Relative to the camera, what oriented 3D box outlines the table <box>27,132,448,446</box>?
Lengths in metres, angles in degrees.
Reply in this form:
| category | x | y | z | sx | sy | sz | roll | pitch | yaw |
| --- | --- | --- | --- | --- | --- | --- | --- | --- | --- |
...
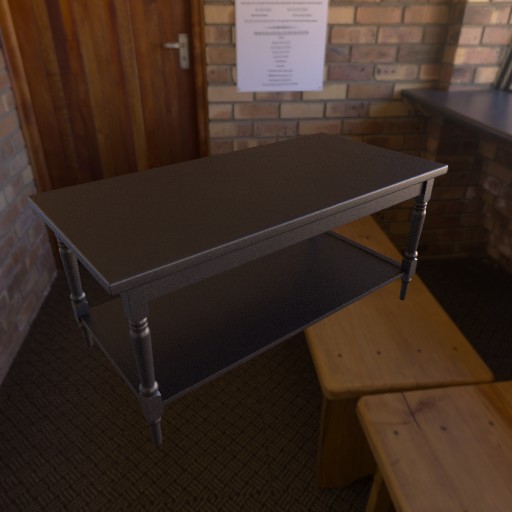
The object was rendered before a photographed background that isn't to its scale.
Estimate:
| category | x | y | z | sx | sy | sz | roll | pitch | yaw |
| --- | --- | --- | --- | --- | --- | --- | --- | --- | --- |
| table | 0.000 | 0.000 | 1.404 | 1.107 | 0.510 | 0.550 | -21 | 36 | -33 |
